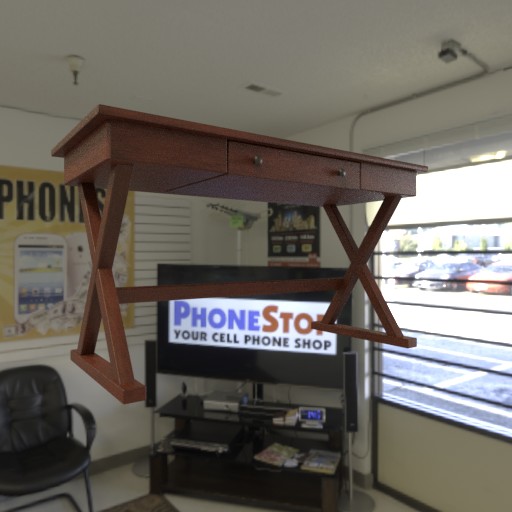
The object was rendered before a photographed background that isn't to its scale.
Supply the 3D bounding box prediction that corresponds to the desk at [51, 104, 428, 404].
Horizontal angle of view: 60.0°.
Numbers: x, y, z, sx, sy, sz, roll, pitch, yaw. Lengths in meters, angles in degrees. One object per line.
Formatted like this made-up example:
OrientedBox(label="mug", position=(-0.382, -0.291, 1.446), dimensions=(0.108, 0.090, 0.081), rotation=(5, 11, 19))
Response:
OrientedBox(label="desk", position=(0.000, 0.000, 1.738), dimensions=(1.372, 0.761, 0.600), rotation=(0, 0, -35))
